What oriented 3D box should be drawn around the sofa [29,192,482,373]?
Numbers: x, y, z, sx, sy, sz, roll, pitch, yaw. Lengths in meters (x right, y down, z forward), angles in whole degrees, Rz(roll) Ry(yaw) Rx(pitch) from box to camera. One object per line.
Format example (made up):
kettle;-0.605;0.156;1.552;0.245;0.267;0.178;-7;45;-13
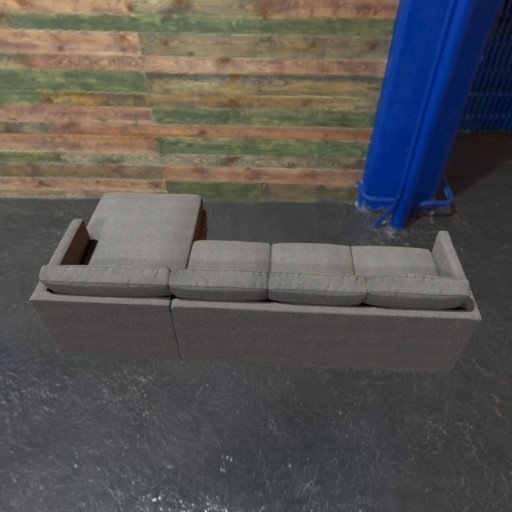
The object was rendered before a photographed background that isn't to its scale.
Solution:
sofa;0.000;0.000;3.855;3.205;0.922;1.650;2;45;2
